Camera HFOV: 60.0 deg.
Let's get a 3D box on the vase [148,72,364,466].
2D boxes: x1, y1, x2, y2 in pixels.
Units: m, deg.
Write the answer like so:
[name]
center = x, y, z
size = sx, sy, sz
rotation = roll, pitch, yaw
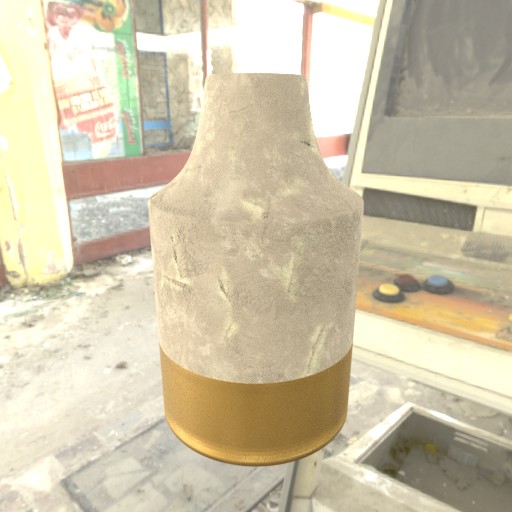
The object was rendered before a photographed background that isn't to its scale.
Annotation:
[vase]
center = 0.000, 0.000, 0.403
size = 0.184, 0.305, 0.184
rotation = 0, 19, 0
